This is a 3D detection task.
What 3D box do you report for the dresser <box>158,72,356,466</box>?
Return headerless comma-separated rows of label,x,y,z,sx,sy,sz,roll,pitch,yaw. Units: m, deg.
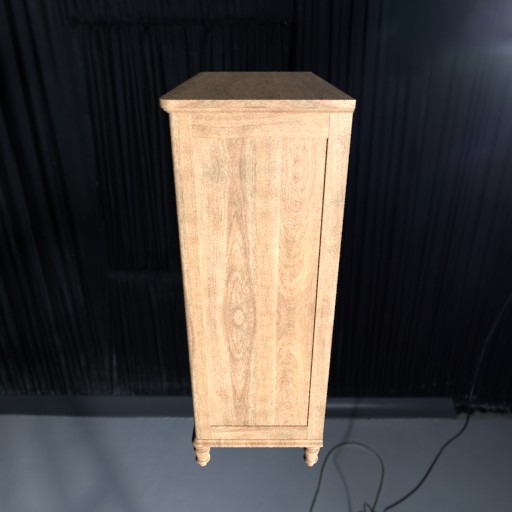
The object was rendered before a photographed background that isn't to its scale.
dresser,0.000,0.000,1.796,0.484,1.318,0.973,0,26,0
